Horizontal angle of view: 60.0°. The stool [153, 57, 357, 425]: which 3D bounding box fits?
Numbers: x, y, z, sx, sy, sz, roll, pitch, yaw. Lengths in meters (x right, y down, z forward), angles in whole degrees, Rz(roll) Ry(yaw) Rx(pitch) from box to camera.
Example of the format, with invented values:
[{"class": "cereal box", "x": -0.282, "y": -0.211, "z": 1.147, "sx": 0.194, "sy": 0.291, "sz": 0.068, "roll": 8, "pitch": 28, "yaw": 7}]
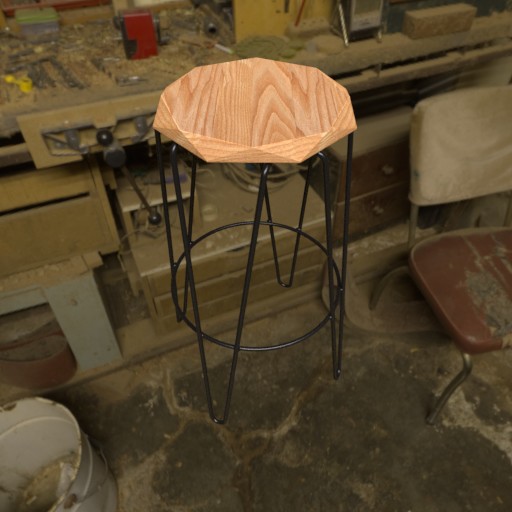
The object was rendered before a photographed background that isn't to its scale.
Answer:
[{"class": "stool", "x": 0.000, "y": 0.000, "z": 0.810, "sx": 0.326, "sy": 0.610, "sz": 0.326, "roll": -16, "pitch": 48, "yaw": -15}]
